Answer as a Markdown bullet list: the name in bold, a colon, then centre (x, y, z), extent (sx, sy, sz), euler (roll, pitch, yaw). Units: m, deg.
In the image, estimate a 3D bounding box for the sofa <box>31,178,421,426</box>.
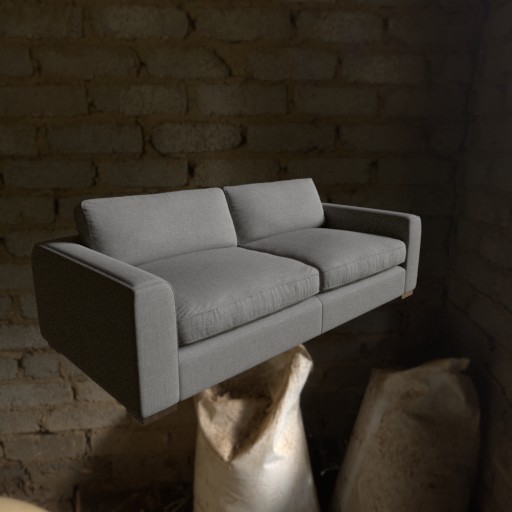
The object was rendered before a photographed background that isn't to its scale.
- **sofa**: centre (0.000, 0.000, 2.714), extent (2.262, 0.801, 1.070), euler (-14, 20, -42)
